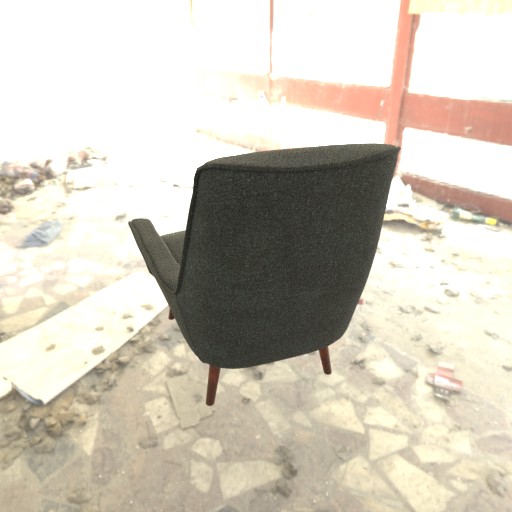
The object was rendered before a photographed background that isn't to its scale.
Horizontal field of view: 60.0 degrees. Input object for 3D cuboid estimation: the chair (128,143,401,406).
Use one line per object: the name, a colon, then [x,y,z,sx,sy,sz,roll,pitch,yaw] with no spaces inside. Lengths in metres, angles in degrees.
chair: [0.000,0.000,1.497,0.763,0.883,0.859,-9,29,-17]
